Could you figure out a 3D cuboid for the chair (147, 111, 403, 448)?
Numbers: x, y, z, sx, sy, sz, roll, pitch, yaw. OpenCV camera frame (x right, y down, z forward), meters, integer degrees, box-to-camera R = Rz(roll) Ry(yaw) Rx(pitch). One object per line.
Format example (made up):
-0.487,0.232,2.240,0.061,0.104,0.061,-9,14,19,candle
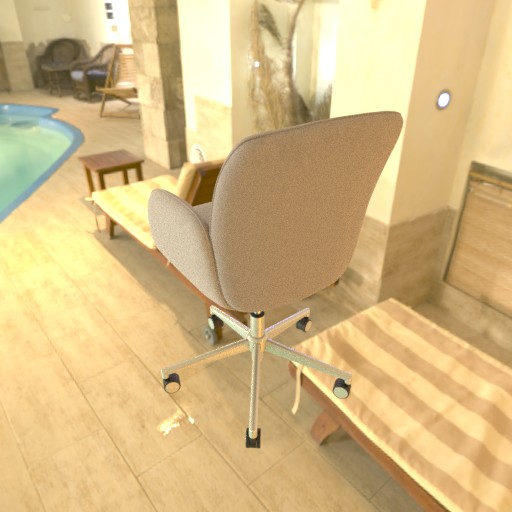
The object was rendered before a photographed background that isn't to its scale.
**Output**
0.000,0.000,1.382,0.648,0.959,0.654,-18,34,-29,chair
